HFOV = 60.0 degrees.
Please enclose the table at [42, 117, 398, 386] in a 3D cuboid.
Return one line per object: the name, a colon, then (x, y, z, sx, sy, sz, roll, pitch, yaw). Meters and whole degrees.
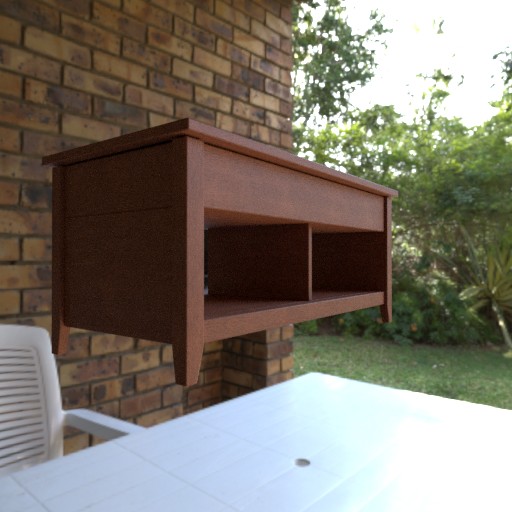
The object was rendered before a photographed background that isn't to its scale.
table: (0.000, 0.000, 1.290, 0.483, 0.457, 1.016, 0, 0, 37)
